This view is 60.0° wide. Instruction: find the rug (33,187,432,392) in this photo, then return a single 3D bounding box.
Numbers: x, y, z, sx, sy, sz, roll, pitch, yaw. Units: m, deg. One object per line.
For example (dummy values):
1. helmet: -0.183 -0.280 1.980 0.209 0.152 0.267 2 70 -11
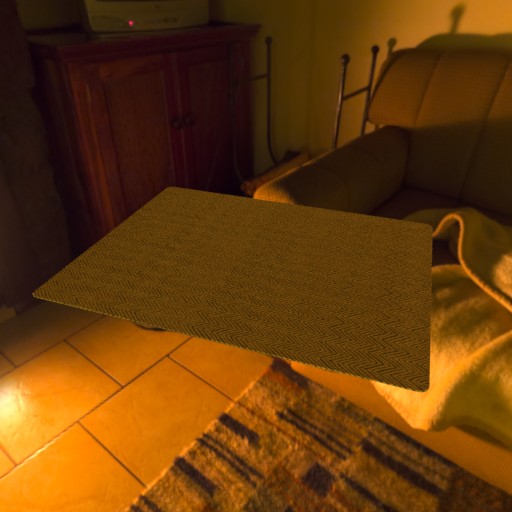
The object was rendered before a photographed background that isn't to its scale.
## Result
1. rug: 0.000 0.000 4.276 3.207 0.014 2.439 10 34 16
